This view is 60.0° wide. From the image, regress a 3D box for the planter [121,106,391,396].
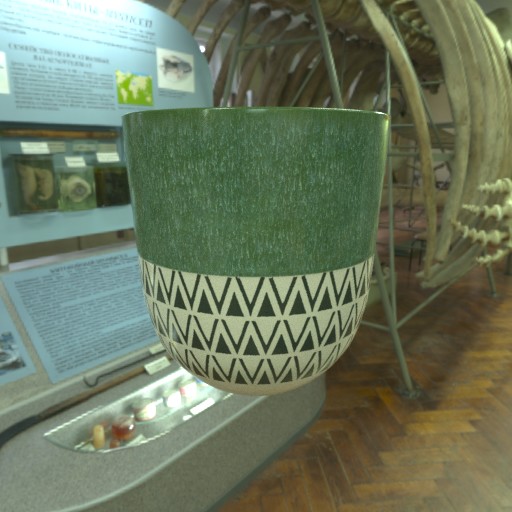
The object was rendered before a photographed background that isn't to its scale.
[{"bbox_3d":[0.000,0.000,0.359,0.195,0.214,0.195,0,14,0],"label":"planter"}]
